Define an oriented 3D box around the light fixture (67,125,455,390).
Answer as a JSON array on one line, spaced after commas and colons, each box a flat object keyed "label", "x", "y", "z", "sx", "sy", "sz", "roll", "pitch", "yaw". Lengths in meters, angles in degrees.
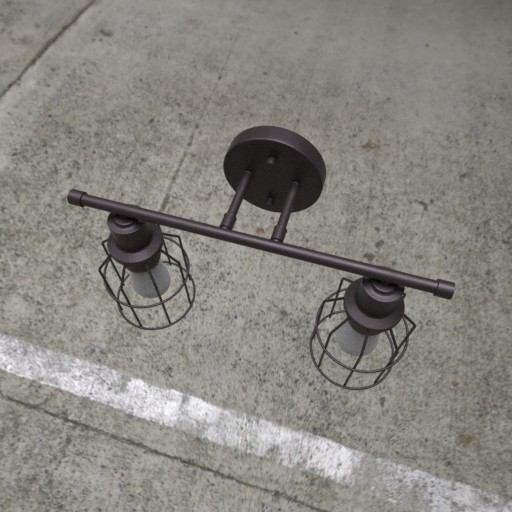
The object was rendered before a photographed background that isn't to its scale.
[{"label": "light fixture", "x": 0.000, "y": 0.000, "z": 0.526, "sx": 0.406, "sy": 0.254, "sz": 0.165, "roll": 14, "pitch": 58, "yaw": 9}]
